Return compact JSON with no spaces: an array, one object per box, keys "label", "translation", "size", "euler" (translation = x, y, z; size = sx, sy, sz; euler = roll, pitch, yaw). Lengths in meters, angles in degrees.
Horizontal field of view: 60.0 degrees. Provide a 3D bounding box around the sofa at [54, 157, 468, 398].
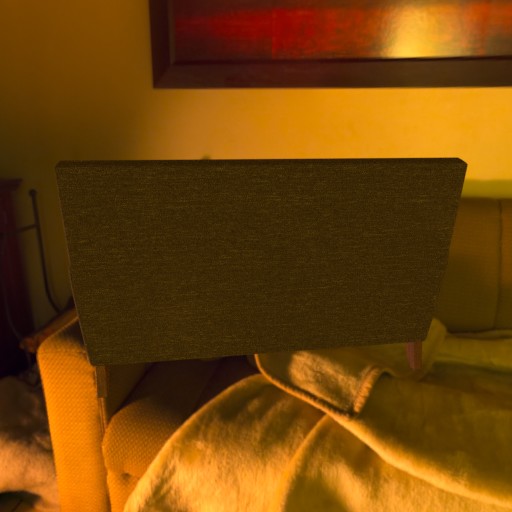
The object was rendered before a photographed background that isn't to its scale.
[{"label":"sofa","translation":[0.000,0.000,2.029],"size":[1.509,0.905,0.867],"euler":[-2,15,-9]}]
